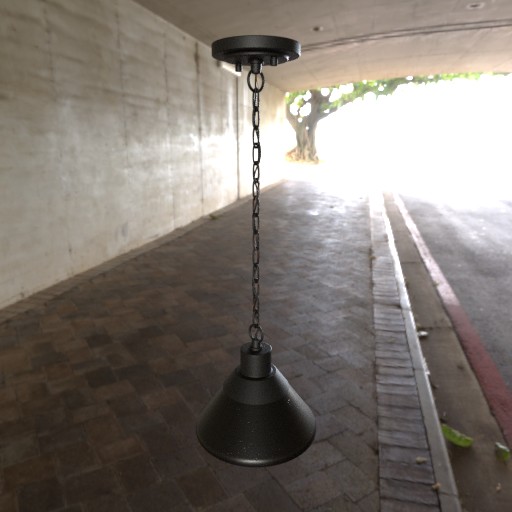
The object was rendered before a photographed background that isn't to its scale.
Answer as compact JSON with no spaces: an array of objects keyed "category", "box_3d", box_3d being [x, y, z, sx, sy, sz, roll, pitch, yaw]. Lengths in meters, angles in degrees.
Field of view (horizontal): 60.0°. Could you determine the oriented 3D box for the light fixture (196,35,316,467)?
[{"category":"light fixture","box_3d":[0.000,0.000,0.673,0.201,0.588,0.201,-14,20,-42]}]
